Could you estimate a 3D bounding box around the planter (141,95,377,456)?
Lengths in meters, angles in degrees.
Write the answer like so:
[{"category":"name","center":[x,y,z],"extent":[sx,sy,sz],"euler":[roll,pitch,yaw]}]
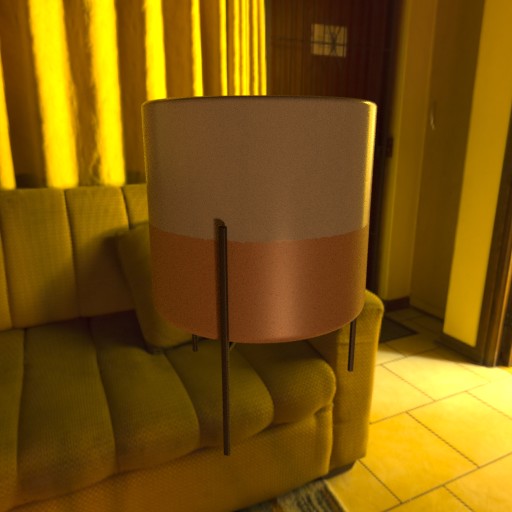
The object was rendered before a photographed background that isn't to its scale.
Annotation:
[{"category":"planter","center":[0.000,0.000,0.736],"extent":[0.360,0.480,0.348],"euler":[15,22,42]}]
